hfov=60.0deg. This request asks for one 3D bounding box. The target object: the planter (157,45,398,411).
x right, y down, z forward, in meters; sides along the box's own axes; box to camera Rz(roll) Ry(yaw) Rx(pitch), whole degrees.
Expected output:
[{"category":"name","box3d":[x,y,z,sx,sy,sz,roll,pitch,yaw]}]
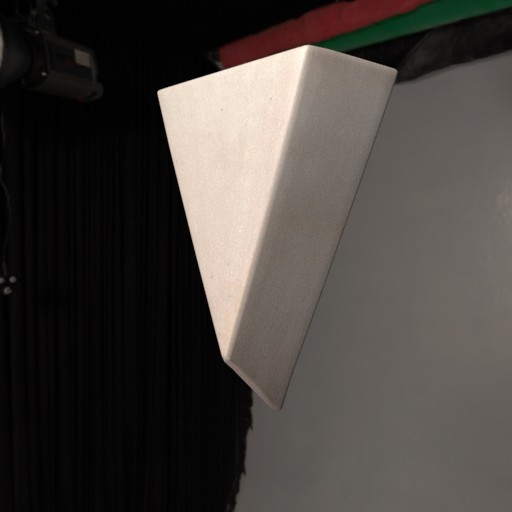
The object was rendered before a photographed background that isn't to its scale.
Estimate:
[{"category":"planter","box3d":[0.000,0.000,0.260,0.150,0.197,0.060,1,1,36]}]
